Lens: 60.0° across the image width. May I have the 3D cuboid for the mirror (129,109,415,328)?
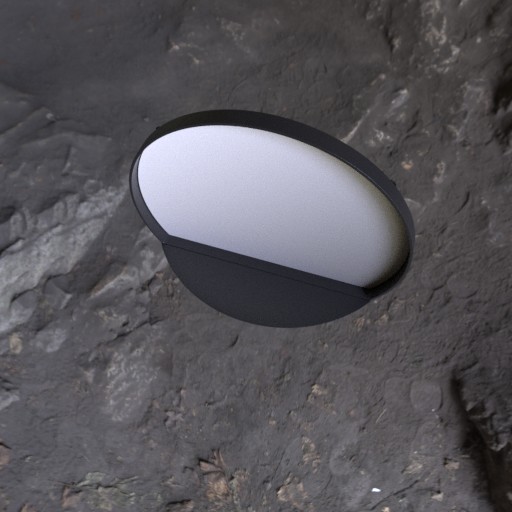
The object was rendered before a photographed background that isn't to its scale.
[{"bbox_3d":[0.000,0.000,0.693,0.457,0.457,0.133,15,60,9],"label":"mirror"}]
